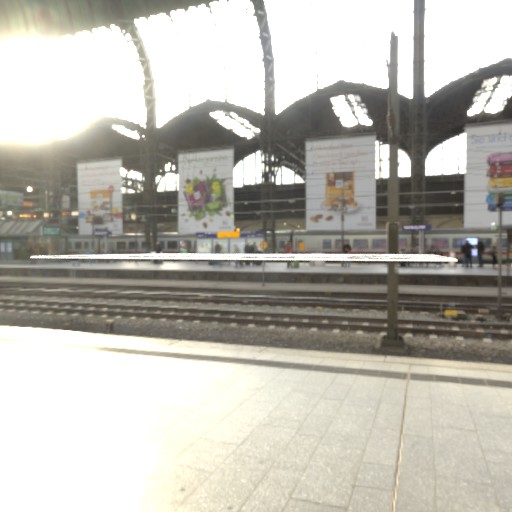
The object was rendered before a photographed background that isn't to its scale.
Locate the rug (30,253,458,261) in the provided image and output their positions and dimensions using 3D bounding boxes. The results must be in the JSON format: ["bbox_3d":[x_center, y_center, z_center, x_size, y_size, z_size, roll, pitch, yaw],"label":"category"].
[{"bbox_3d":[0.000,0.000,2.926,2.275,0.014,1.514,0,1,18],"label":"rug"}]
